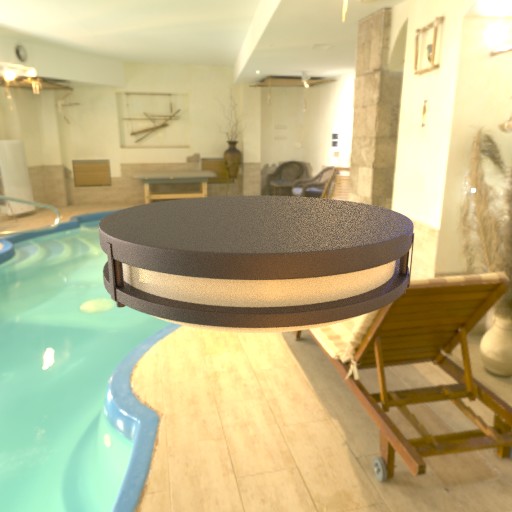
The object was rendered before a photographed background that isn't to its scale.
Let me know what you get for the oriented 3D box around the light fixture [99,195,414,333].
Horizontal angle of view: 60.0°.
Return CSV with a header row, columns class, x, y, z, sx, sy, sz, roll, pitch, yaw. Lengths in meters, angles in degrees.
class,x,y,z,sx,sy,sz,roll,pitch,yaw
light fixture,0.000,0.000,0.540,0.356,0.102,0.356,0,15,0
